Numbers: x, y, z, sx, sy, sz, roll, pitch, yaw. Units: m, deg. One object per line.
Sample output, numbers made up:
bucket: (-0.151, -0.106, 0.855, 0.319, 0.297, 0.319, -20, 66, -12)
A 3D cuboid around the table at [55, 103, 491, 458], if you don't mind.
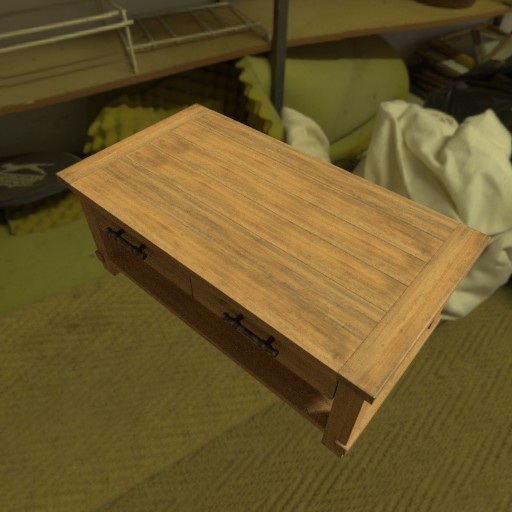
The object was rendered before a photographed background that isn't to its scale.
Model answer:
table: (0.000, 0.000, 1.607, 1.270, 0.494, 0.693, 32, 54, 27)
